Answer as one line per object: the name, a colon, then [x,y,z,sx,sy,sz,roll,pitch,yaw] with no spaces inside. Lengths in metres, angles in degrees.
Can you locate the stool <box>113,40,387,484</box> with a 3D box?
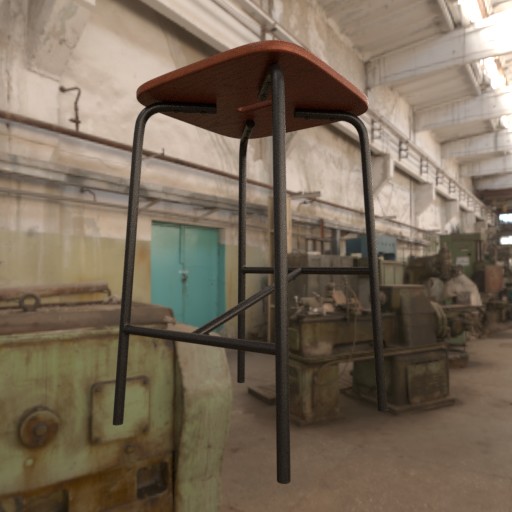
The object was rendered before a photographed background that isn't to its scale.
stool: [0.000,0.000,0.847,0.376,0.610,0.376,-1,-2,37]
